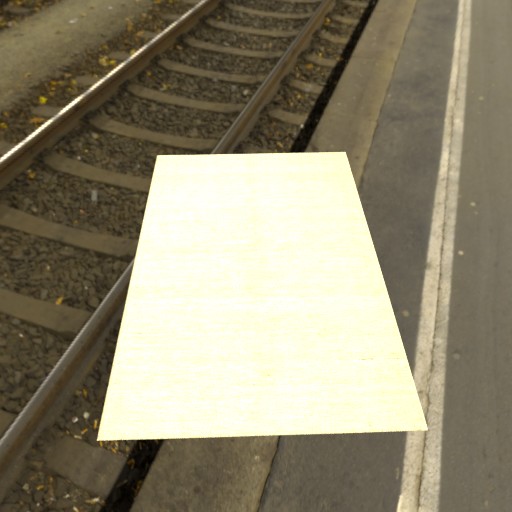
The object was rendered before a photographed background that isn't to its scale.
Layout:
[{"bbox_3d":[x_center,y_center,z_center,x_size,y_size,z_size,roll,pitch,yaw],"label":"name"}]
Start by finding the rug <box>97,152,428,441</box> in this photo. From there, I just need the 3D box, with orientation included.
[{"bbox_3d":[0.000,0.000,2.299,1.250,0.015,1.850,-1,47,-1],"label":"rug"}]
